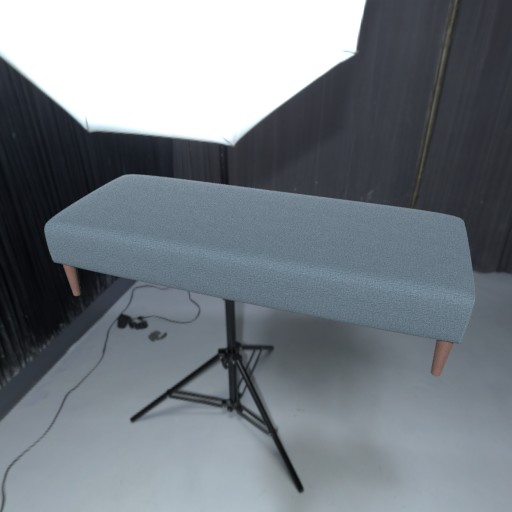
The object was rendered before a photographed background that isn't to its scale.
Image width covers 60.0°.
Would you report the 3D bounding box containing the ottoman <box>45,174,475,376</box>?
[{"bbox_3d":[0.000,0.000,1.881,1.609,0.393,0.646,10,32,16],"label":"ottoman"}]
